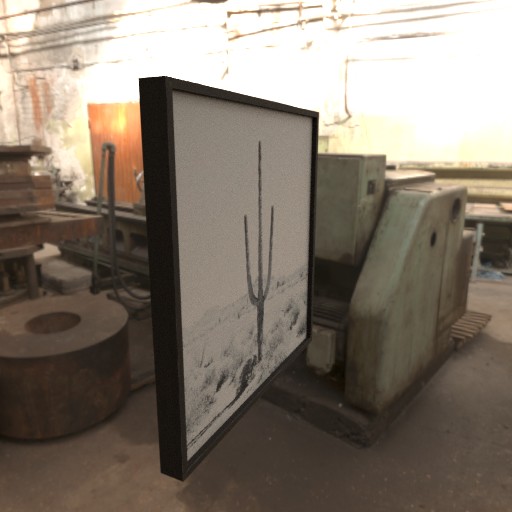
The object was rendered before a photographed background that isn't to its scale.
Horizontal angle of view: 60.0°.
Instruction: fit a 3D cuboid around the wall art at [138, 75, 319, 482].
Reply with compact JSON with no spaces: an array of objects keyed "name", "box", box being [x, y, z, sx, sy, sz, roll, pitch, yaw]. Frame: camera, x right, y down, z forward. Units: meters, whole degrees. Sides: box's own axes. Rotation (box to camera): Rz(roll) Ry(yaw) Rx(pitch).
[{"name":"wall art","box":[0.000,0.000,0.761,0.038,0.508,0.508,7,15,26]}]
